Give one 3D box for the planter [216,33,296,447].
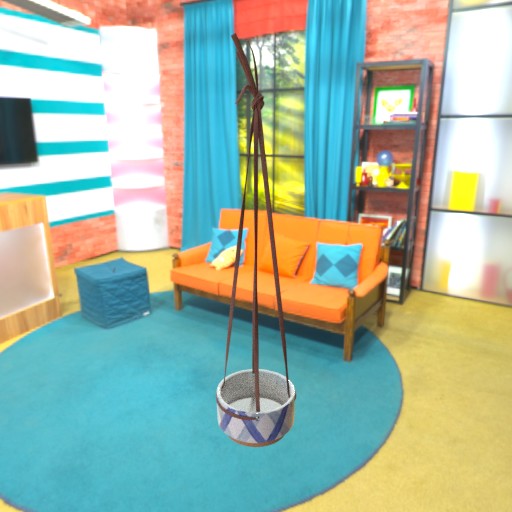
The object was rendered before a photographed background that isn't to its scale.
[{"bbox_3d":[0.000,0.000,0.838,0.166,0.751,0.166,-3,16,-9],"label":"planter"}]
